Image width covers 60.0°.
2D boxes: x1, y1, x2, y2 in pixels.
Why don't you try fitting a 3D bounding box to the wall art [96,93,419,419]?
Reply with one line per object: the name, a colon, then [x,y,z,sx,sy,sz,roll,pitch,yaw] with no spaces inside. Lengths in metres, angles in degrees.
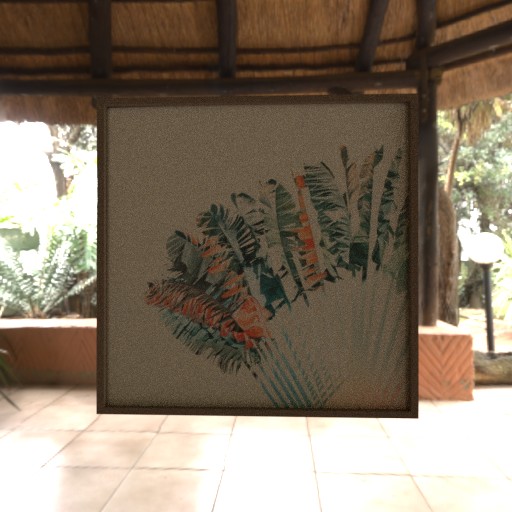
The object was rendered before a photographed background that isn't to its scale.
wall art: [0.000,0.000,0.438,0.304,0.303,0.038,0,0,2]
